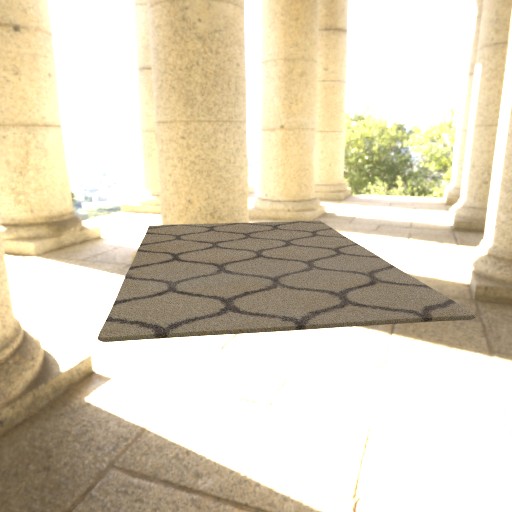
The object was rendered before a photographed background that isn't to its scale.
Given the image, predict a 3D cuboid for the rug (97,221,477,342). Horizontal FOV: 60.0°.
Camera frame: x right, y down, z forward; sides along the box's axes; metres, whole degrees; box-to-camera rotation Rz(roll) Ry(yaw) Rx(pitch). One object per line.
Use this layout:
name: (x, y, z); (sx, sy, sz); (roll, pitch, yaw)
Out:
rug: (0.000, 0.000, 3.332); (1.801, 0.026, 2.701); (-2, 15, -8)
